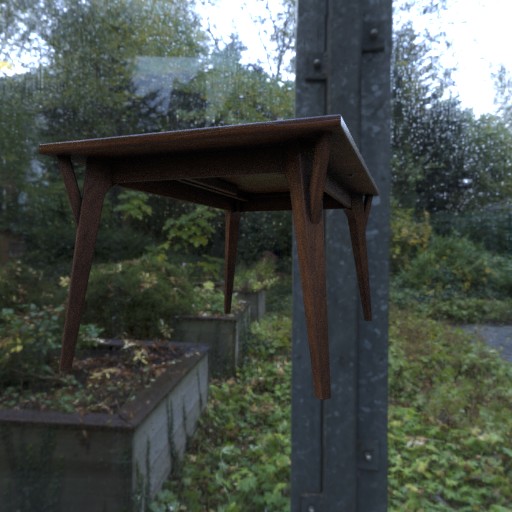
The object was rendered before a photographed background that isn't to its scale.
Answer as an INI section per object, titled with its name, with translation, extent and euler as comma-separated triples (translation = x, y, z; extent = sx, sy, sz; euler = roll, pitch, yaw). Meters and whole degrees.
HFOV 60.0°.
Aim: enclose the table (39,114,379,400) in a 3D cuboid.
[table]
translation = 0.000, 0.000, 2.026
extent = 0.990, 0.761, 1.524
euler = 0, 1, 19
